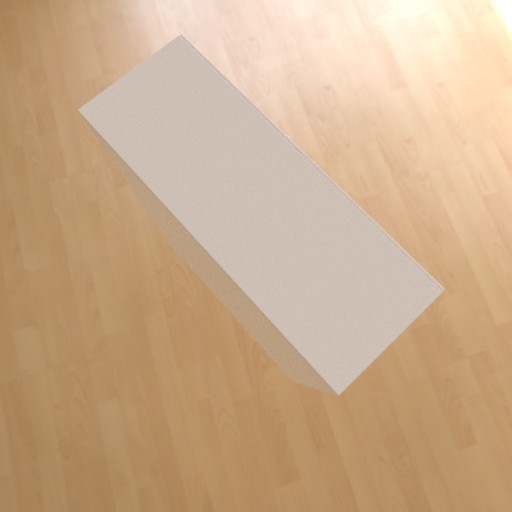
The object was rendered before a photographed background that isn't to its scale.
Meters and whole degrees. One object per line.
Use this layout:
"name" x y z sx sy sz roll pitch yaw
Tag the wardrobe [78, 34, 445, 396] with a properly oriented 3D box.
"wardrobe" 0.000 0.000 1.608 0.360 1.200 0.900 -41 79 -10
